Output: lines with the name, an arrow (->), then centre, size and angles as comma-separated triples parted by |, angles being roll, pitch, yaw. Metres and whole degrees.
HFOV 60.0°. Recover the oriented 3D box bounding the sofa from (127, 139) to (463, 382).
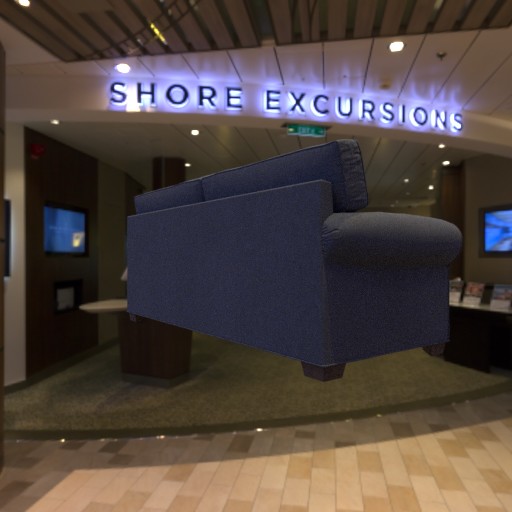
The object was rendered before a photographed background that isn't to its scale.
sofa -> 0.000, 0.000, 2.932 | 0.954, 1.026, 2.391 | 0, 0, -37
